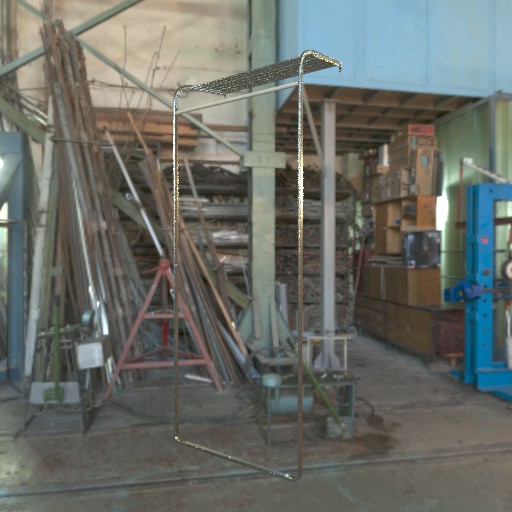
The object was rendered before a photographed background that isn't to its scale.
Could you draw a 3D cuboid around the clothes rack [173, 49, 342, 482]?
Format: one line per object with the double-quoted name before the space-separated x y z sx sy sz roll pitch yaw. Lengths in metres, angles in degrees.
"clothes rack" 0.000 0.000 1.834 0.609 1.574 0.349 0 1 34
